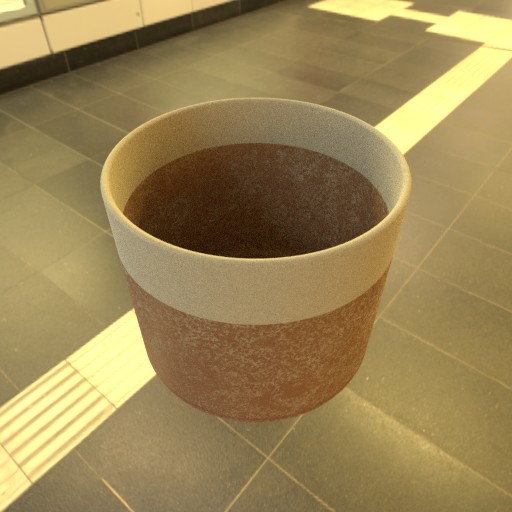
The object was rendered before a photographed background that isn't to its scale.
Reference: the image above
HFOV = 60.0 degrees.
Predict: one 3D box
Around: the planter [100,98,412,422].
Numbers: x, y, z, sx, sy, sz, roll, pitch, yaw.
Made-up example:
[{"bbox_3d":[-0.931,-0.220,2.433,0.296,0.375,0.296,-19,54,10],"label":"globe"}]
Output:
[{"bbox_3d":[0.000,0.000,0.278,0.159,0.138,0.159,0,43,0],"label":"planter"}]
